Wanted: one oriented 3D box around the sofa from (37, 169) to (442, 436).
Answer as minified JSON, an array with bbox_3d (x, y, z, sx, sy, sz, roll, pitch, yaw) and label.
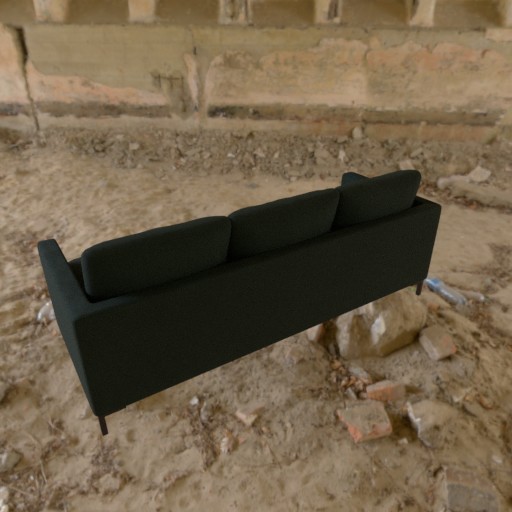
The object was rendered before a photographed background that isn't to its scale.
[{"bbox_3d":[0.000,0.000,2.641,2.218,0.870,0.859,-17,33,-28],"label":"sofa"}]
